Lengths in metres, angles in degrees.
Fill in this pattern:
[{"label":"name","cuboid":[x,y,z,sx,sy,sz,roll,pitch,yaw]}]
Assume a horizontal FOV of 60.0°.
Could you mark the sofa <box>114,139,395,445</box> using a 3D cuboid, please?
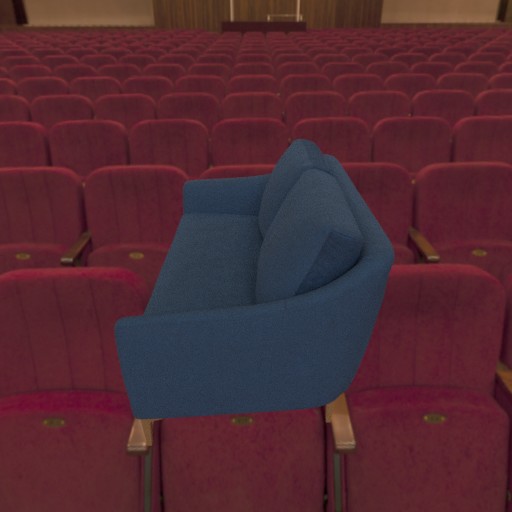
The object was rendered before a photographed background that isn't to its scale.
[{"label":"sofa","cuboid":[0.000,0.000,2.213,0.960,0.902,1.619,0,27,0]}]
